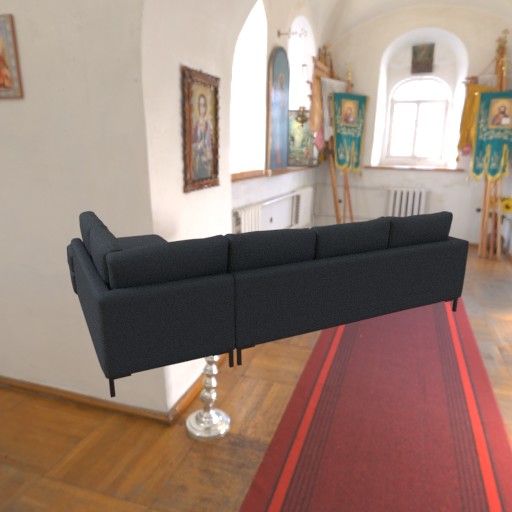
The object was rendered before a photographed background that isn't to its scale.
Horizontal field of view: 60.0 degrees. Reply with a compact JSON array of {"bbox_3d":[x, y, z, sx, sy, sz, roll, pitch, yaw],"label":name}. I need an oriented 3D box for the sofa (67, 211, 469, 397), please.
[{"bbox_3d":[0.000,0.000,3.906,2.975,0.858,1.984,-8,18,-25],"label":"sofa"}]
